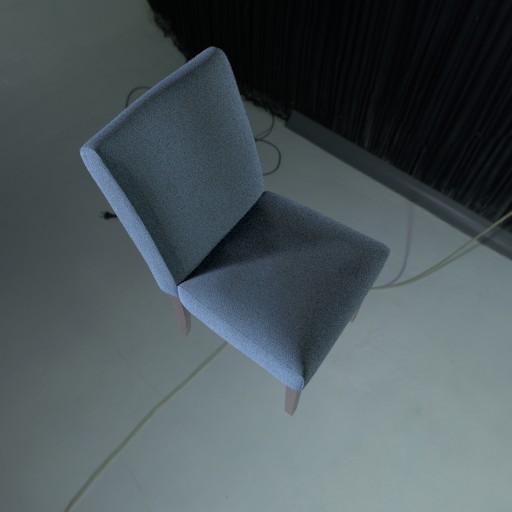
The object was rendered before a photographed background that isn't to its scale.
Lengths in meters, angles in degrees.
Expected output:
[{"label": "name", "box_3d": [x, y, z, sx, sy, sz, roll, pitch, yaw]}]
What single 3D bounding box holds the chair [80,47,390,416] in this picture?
[{"label": "chair", "box_3d": [0.000, 0.000, 1.277, 0.629, 0.882, 0.487, 31, 63, 18]}]
